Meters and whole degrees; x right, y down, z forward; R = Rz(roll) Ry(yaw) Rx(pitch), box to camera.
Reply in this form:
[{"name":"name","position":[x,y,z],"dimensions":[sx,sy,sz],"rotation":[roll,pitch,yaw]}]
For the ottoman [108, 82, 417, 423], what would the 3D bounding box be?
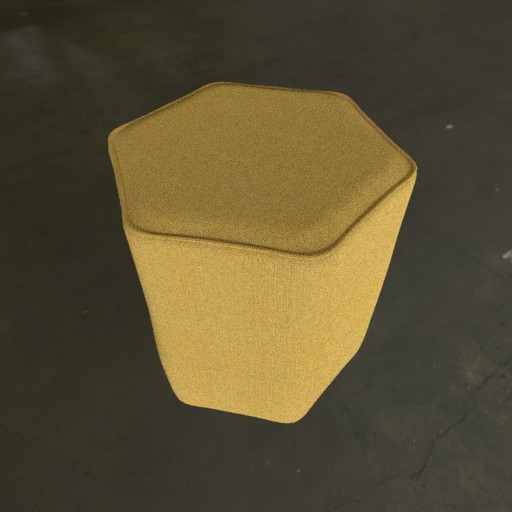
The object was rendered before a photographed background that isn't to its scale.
[{"name":"ottoman","position":[0.000,0.000,0.861],"dimensions":[0.443,0.502,0.494],"rotation":[32,54,27]}]
